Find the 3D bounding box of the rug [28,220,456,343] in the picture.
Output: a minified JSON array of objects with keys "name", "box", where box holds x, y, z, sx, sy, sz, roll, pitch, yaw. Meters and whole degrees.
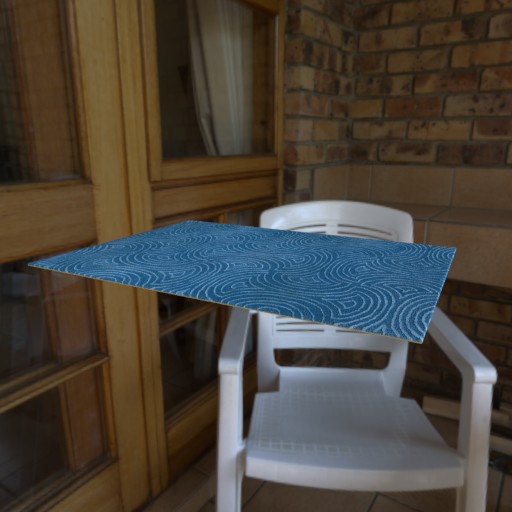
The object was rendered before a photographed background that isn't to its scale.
[{"name":"rug","box":[0.000,0.000,2.715,2.144,0.015,1.543,8,17,27]}]
